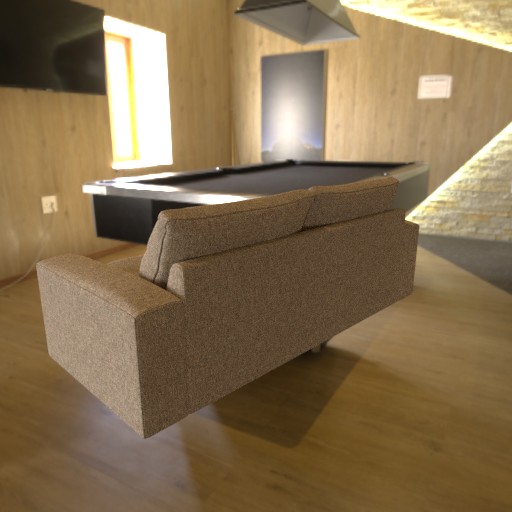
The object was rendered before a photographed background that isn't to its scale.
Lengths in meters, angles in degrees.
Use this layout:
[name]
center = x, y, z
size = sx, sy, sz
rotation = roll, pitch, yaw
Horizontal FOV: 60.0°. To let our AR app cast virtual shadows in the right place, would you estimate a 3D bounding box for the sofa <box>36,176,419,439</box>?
[sofa]
center = 0.000, 0.000, 2.772
size = 1.040, 0.922, 2.299
rotation = 15, 22, 43
